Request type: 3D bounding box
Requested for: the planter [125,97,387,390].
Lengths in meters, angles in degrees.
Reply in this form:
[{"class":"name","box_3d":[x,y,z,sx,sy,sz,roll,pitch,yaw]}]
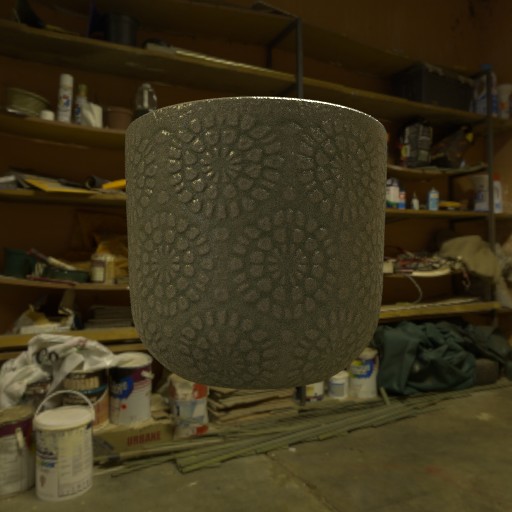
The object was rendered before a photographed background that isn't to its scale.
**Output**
[{"class":"planter","box_3d":[0.000,0.000,0.298,0.169,0.153,0.169,0,-1,0]}]
